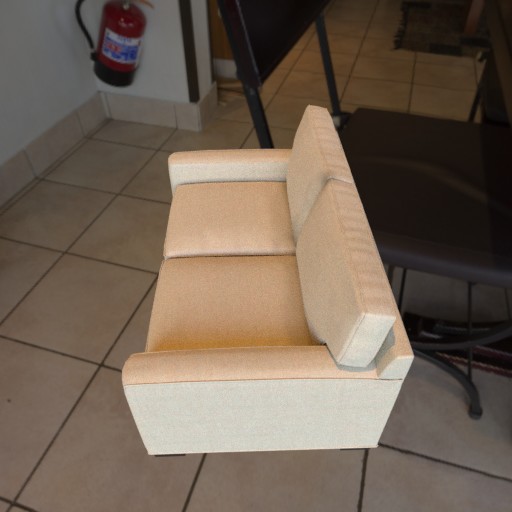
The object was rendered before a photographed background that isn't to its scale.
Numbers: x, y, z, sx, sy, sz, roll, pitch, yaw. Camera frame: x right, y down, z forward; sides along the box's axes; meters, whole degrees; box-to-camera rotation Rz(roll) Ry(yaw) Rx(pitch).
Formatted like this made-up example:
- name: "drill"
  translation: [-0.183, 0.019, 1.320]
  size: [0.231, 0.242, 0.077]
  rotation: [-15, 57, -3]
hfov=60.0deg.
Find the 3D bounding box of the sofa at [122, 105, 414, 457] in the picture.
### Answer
- name: "sofa"
  translation: [0.000, 0.000, 2.060]
  size: [0.942, 0.853, 1.484]
  rotation: [-1, 43, -1]
